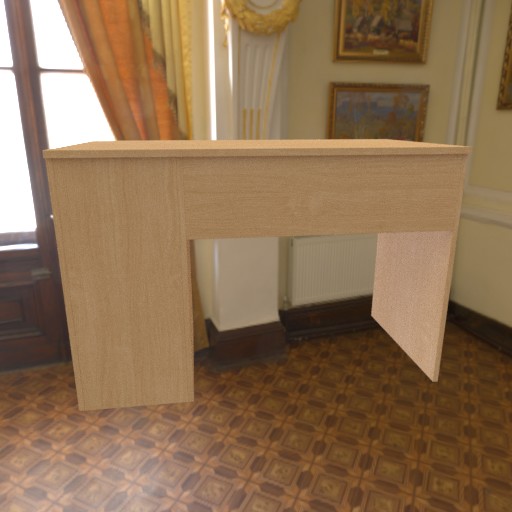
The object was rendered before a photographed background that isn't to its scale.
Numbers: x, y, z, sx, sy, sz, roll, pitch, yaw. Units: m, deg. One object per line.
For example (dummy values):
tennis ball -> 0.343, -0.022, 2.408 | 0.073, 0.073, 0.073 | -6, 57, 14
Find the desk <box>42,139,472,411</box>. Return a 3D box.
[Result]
desk -> 0.000, 0.000, 1.491 | 1.097, 0.735, 0.560 | -2, 17, -8
